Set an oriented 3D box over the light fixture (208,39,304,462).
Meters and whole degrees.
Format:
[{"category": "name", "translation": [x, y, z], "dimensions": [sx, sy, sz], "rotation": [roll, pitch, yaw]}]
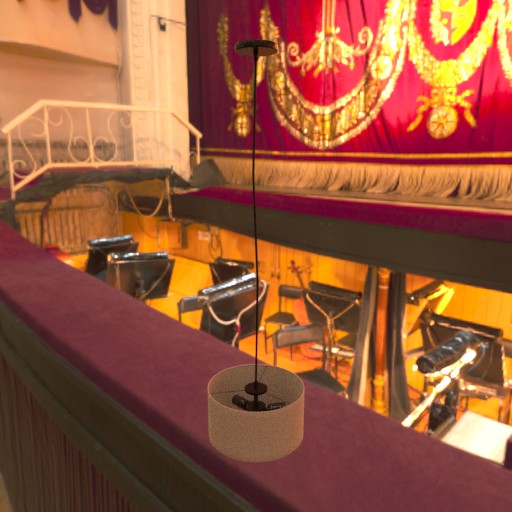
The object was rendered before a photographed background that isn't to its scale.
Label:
[{"category": "light fixture", "translation": [0.000, 0.000, 1.716], "dimensions": [0.399, 1.516, 0.399], "rotation": [0, 12, 0]}]
